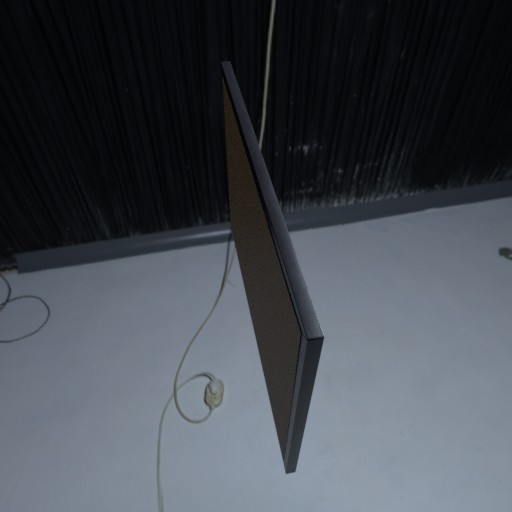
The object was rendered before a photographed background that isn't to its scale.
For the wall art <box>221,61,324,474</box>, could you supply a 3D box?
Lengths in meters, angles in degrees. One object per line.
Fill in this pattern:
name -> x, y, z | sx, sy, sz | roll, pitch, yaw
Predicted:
wall art -> 0.000, 0.000, 0.568 | 0.013, 0.306, 0.440 | -8, 48, -7
